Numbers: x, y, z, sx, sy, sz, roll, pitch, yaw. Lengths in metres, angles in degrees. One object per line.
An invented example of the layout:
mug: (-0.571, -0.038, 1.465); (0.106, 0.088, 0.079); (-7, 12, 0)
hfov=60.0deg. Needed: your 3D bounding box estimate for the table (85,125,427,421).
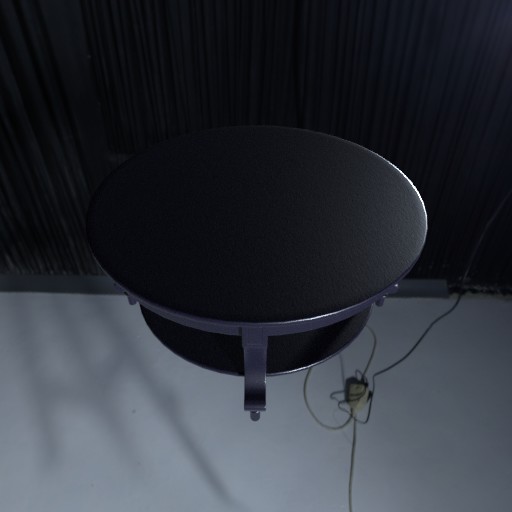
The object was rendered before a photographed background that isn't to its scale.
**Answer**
table: (0.000, 0.000, 1.541); (1.029, 0.491, 1.029); (0, 41, 0)
